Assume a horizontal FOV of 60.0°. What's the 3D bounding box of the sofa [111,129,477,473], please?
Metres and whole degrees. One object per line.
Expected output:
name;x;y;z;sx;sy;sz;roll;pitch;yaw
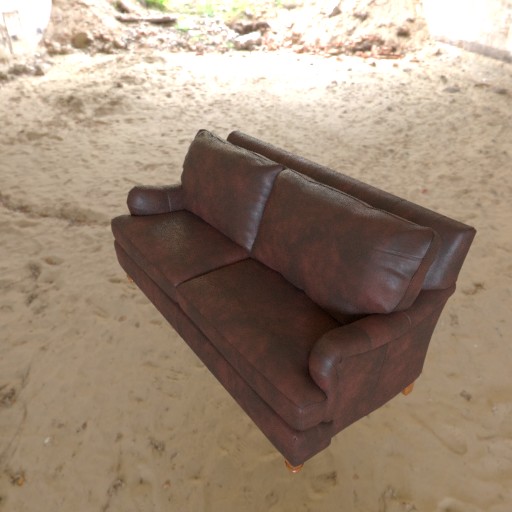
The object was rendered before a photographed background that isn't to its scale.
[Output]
sofa;0.000;0.000;2.745;1.147;1.071;2.144;-21;37;-30
